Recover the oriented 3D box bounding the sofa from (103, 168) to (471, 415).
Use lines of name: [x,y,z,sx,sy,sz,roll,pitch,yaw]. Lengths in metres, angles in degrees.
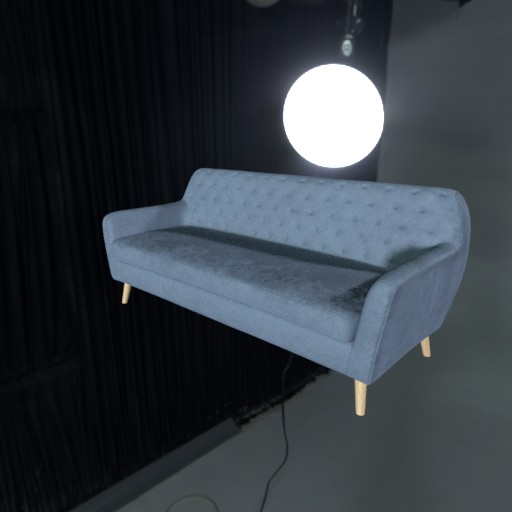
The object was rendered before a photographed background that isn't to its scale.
sofa: [0.000,0.000,2.451,1.975,0.832,0.841,14,21,41]
